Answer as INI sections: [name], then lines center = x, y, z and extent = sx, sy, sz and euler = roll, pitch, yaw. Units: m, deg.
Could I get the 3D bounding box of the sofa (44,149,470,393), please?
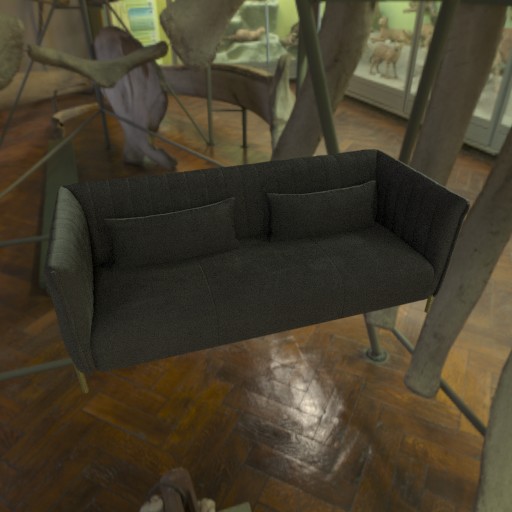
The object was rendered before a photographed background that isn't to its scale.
[sofa]
center = 0.000, 0.000, 2.422
extent = 1.980, 0.780, 0.876
euler = -10, 34, -15
